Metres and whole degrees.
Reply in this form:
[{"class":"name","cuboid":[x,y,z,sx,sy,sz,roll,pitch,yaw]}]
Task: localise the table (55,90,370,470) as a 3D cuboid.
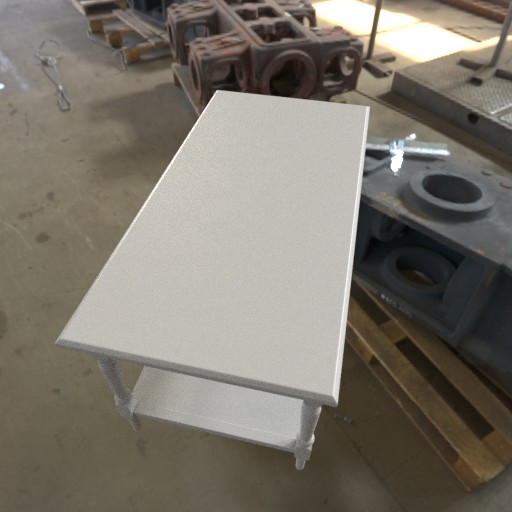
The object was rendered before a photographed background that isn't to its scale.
[{"class":"table","cuboid":[0.000,0.000,1.375,0.551,0.506,1.109,9,47,9]}]
